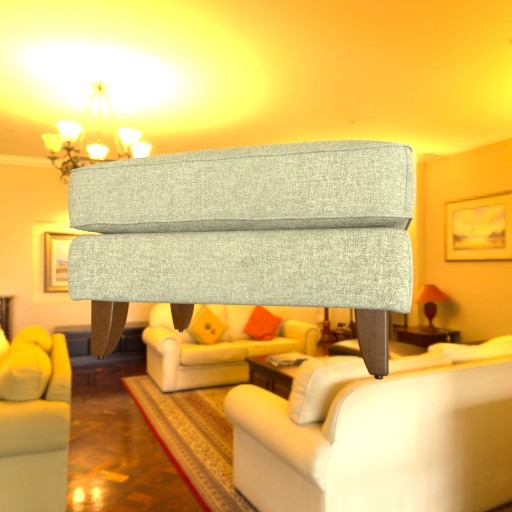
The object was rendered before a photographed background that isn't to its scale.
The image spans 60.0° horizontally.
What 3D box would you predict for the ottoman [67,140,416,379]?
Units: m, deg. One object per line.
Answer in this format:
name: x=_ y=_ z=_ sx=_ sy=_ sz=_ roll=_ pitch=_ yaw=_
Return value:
ottoman: x=0.000 y=0.000 z=1.334 sx=0.889 sy=0.561 sz=0.661 roll=0 pitch=-1 yaw=17
